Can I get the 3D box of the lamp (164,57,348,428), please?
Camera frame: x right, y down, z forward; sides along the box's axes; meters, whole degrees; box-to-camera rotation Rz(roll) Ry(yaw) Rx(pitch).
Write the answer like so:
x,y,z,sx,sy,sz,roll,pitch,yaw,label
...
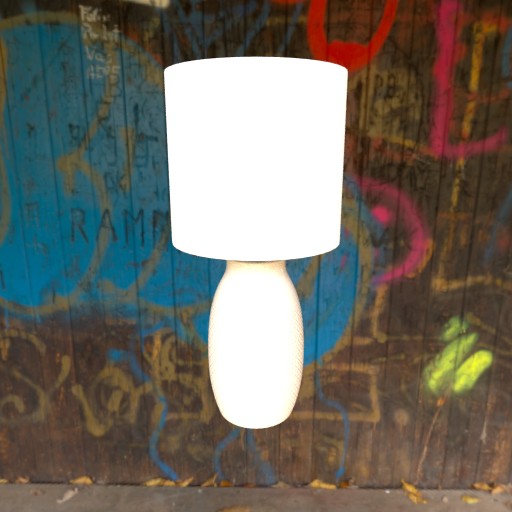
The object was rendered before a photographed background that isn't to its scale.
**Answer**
x,y,z,sx,sy,sz,roll,pitch,yaw,label
0.000,0.000,0.590,0.217,0.453,0.217,-7,16,-26,lamp
